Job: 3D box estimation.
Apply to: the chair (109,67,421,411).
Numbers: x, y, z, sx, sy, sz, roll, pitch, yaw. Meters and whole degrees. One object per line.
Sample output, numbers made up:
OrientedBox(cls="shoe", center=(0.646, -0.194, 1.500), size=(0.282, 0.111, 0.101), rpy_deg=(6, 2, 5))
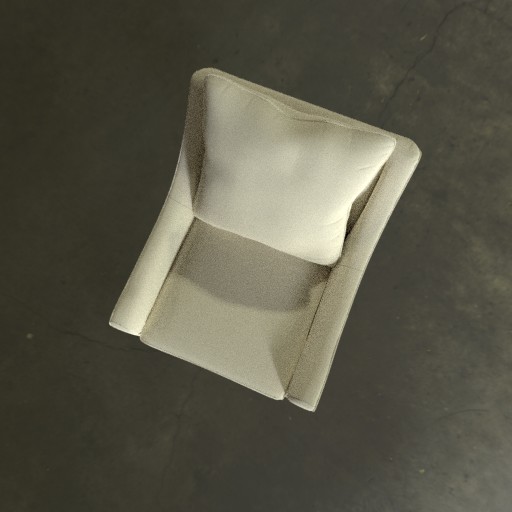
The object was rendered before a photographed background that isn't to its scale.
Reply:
OrientedBox(cls="chair", center=(0.000, 0.000, 1.598), size=(0.756, 0.965, 0.876), rpy_deg=(22, 77, 5))
